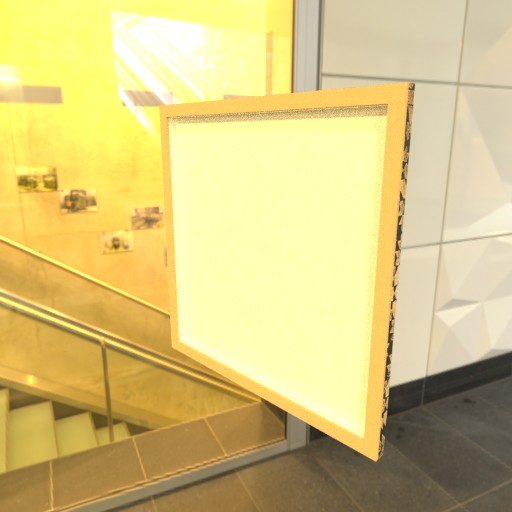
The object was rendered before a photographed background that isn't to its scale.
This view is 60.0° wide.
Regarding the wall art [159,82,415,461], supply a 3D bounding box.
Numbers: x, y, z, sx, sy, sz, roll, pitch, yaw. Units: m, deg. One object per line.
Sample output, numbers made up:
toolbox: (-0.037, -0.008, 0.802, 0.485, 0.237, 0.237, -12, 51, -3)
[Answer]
wall art: (0.000, 0.000, 1.346, 0.038, 0.914, 0.914, -14, 20, -43)
